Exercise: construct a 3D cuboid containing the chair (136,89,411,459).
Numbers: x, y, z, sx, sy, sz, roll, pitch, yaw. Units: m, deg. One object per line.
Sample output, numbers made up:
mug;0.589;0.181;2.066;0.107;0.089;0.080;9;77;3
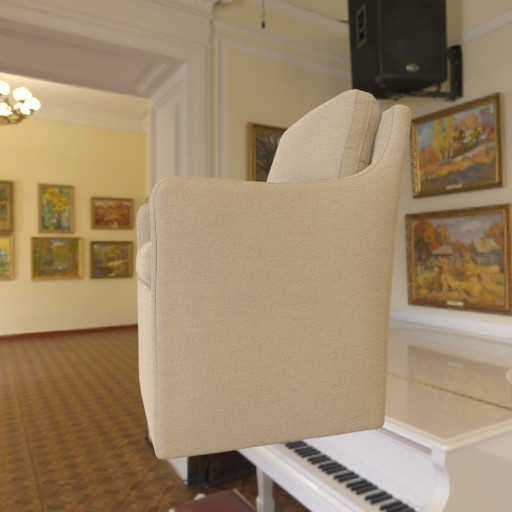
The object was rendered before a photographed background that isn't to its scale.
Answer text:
chair;0.000;0.000;1.352;0.694;0.914;0.626;0;0;-18
